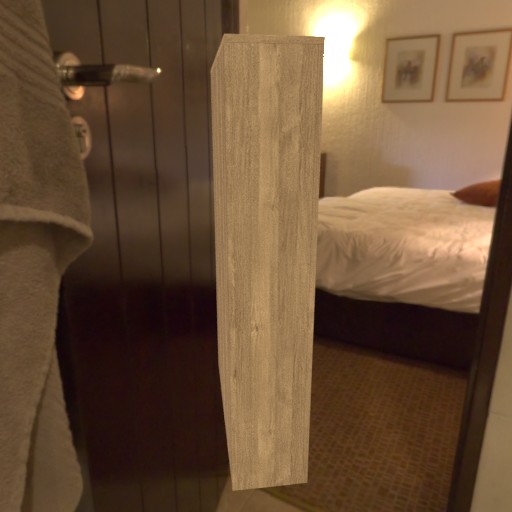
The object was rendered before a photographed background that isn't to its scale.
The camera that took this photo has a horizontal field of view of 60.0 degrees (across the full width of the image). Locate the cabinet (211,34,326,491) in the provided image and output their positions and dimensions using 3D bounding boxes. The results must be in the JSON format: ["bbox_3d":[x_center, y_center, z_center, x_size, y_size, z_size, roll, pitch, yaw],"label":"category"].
[{"bbox_3d":[0.000,0.000,1.554,0.250,1.280,0.750,-2,17,-8],"label":"cabinet"}]
